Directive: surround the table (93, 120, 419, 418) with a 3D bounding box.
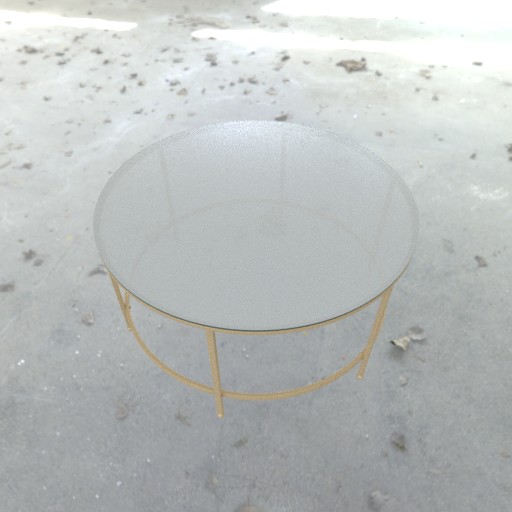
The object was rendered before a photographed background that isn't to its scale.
[{"bbox_3d":[0.000,0.000,1.451,0.914,0.470,0.914,0,46,0],"label":"table"}]
